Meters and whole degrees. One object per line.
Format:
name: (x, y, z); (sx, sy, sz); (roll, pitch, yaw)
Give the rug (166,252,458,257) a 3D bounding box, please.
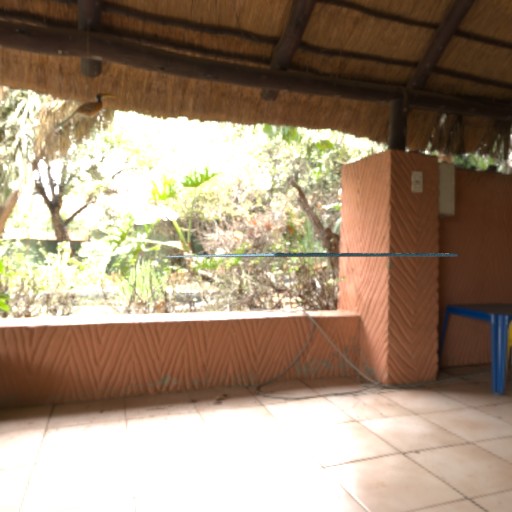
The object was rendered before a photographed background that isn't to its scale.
rug: (0.000, 0.000, 2.403); (0.662, 0.011, 2.196); (0, 0, -19)
